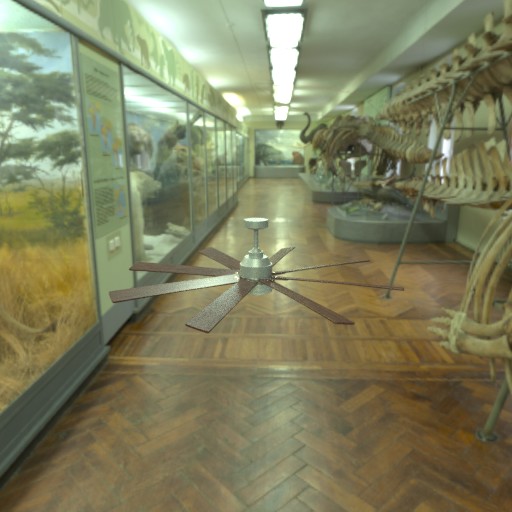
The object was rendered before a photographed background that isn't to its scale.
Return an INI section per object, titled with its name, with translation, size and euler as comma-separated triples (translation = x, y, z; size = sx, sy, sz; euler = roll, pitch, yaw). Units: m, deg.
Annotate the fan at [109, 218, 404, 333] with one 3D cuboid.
[fan]
translation = 0.000, 0.000, 2.849
size = 1.830, 0.472, 1.830
euler = -7, 15, -27
